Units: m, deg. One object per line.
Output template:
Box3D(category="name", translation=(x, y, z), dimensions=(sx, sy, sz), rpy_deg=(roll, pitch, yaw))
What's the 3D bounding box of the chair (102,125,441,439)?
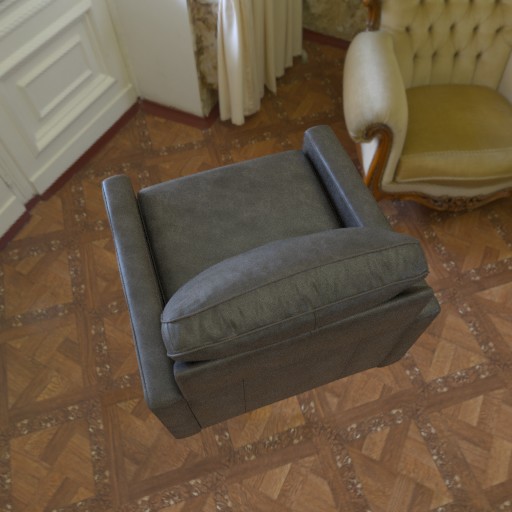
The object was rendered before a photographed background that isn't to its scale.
Box3D(category="chair", translation=(0.000, 0.000, 1.695), dimensions=(1.006, 0.916, 0.939), rpy_deg=(-16, 60, -10))
